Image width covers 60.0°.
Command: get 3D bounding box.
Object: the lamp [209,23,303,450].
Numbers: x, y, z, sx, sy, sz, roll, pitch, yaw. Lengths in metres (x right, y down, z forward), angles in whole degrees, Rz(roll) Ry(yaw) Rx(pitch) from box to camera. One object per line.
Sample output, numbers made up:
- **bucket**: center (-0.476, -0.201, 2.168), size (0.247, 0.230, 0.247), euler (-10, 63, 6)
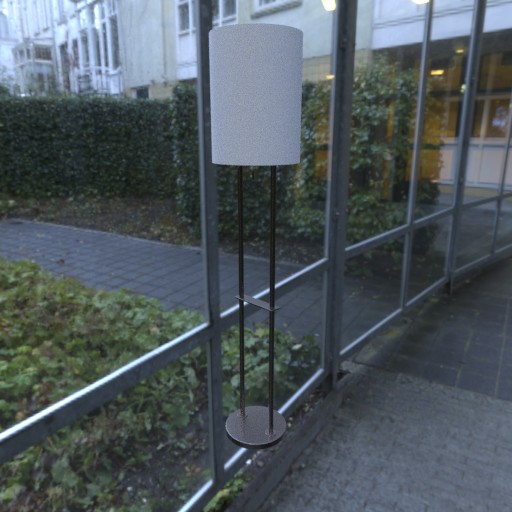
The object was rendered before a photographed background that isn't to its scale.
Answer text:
- **lamp**: center (0.000, 0.000, 1.645), size (0.305, 1.500, 0.306), euler (-15, 22, -43)
